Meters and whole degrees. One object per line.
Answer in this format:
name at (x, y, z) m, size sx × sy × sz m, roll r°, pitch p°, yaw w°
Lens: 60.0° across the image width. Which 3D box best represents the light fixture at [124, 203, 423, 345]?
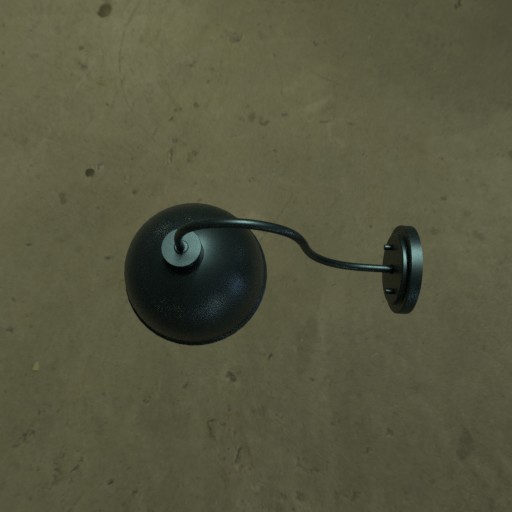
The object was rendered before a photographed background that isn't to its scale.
light fixture at (0.000, 0.000, 0.655) m, size 0.467 × 0.295 × 0.253 m, roll 3°, pitch 75°, yaw 1°
